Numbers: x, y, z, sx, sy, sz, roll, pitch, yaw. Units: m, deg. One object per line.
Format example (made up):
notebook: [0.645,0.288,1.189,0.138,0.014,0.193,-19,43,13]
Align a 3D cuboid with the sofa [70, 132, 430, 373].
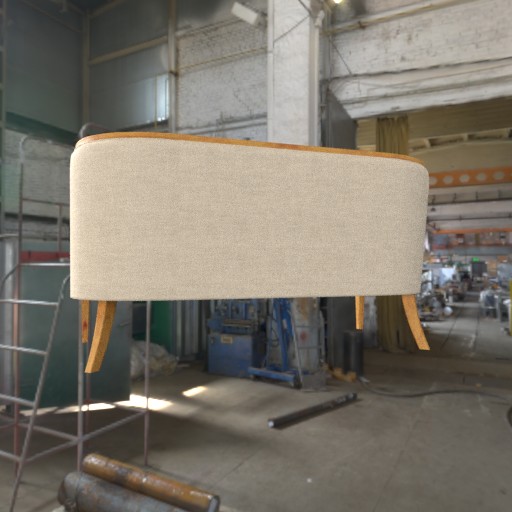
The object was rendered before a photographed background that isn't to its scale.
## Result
sofa: [0.000,0.000,1.912,1.474,0.775,0.770,0,-1,-18]
